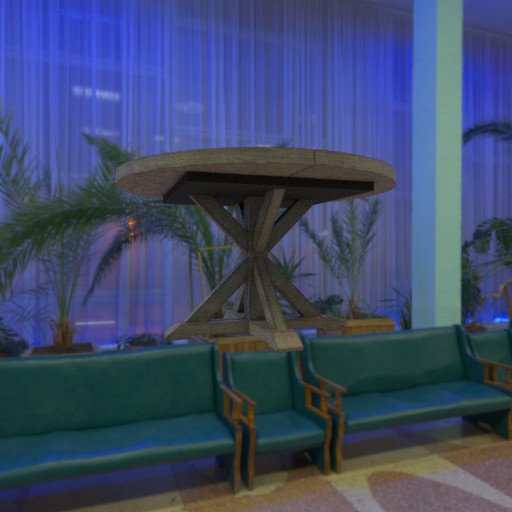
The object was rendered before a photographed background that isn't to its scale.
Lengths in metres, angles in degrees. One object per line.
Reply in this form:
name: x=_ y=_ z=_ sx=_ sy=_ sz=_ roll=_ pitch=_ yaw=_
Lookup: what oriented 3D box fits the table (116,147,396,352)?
table: x=0.000 y=0.000 z=2.255 sx=1.363 sy=0.781 sz=1.363 roll=0 pitch=0 yaw=0
